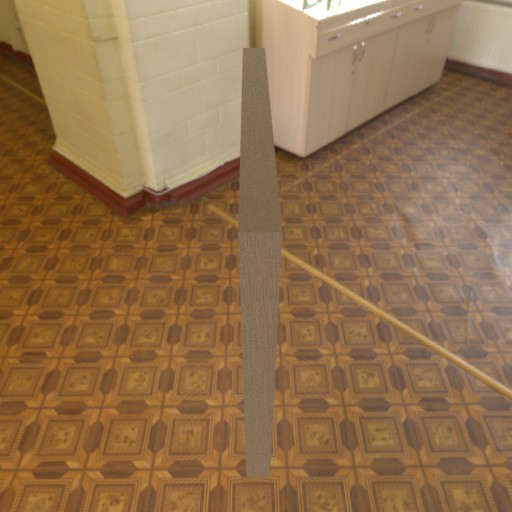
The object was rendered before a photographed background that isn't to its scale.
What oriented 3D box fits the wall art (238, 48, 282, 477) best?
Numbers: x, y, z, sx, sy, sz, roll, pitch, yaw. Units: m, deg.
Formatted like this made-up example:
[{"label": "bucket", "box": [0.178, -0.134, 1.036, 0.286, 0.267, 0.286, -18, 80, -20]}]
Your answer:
[{"label": "wall art", "box": [0.000, 0.000, 0.740, 0.038, 0.506, 0.508, -1, 42, -1]}]
